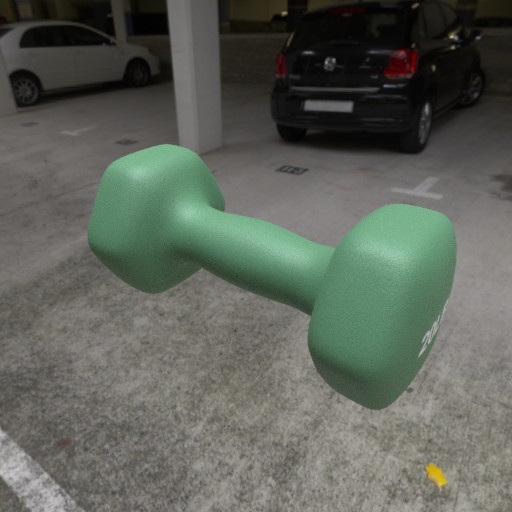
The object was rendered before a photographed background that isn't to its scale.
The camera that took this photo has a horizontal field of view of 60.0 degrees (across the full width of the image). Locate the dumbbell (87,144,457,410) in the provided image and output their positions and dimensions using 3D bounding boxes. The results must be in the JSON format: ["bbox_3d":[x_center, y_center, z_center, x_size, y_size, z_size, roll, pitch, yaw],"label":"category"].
[{"bbox_3d":[0.000,0.000,0.317,0.257,0.114,0.126,21,37,31],"label":"dumbbell"}]
